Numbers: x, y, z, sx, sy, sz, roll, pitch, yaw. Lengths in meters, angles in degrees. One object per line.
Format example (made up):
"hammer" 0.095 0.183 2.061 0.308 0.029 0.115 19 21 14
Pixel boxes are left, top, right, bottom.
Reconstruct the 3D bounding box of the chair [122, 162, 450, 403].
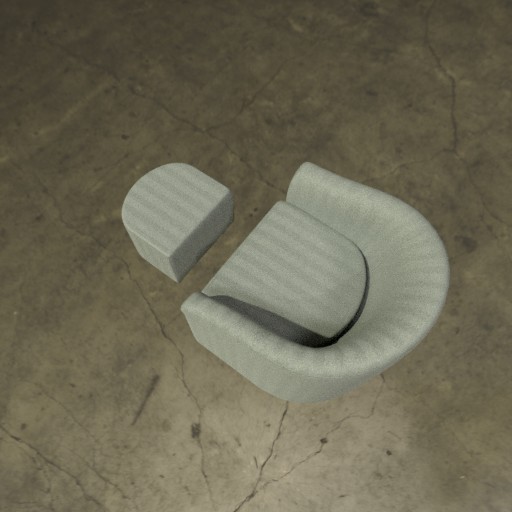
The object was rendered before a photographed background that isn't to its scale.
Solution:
"chair" 0.000 0.000 1.751 1.288 0.757 0.756 33 68 15
